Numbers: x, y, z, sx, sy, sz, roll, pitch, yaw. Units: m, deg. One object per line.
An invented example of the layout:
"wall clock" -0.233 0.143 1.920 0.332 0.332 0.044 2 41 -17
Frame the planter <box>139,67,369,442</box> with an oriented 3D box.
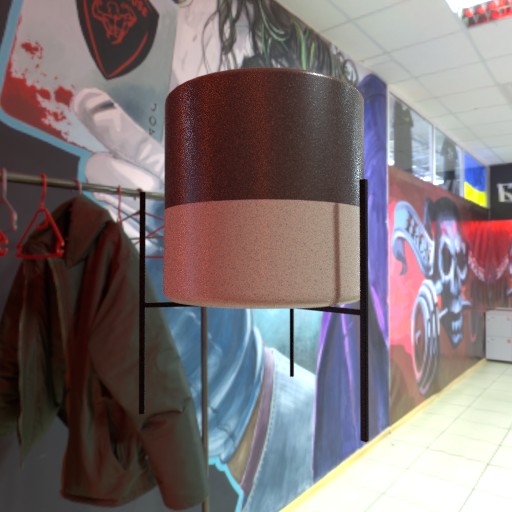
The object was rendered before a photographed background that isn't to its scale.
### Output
"planter" 0.000 0.000 0.515 0.260 0.353 0.250 0 -1 -19
